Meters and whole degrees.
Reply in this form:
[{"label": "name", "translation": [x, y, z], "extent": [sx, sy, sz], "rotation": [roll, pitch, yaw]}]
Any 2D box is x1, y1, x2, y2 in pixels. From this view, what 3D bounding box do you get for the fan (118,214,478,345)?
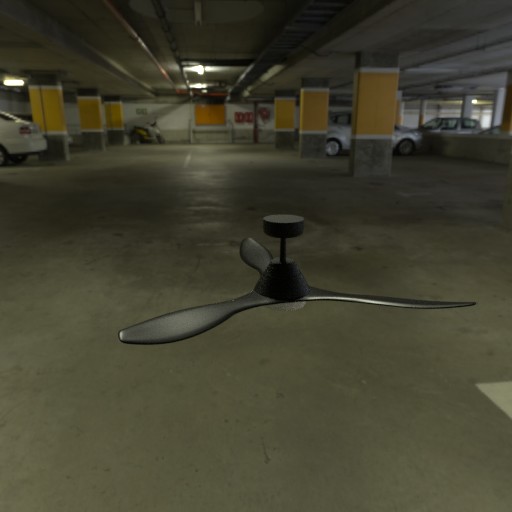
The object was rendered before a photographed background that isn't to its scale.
[{"label": "fan", "translation": [0.000, 0.000, 1.617], "extent": [1.067, 0.305, 1.067], "rotation": [-7, 18, -23]}]
